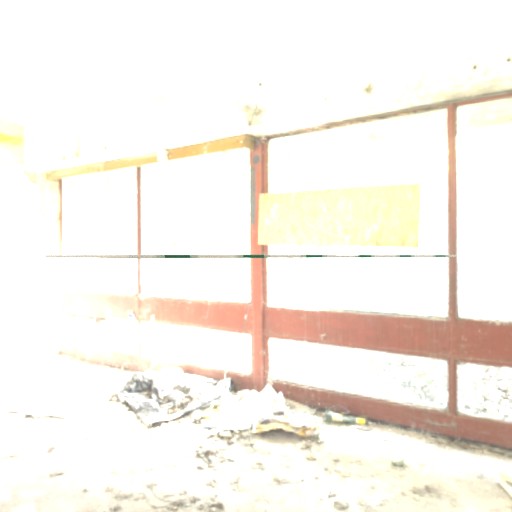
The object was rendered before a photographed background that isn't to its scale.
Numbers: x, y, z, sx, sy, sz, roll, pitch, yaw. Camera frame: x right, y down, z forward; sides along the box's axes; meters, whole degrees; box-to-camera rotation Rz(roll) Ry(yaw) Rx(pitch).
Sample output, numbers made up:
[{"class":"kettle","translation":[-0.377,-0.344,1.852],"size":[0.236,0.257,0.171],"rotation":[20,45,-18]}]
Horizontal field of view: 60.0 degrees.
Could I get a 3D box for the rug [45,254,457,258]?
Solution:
[{"class":"rug","translation":[0.000,0.000,2.352],"size":[1.829,0.012,1.210],"rotation":[0,0,-36]}]
